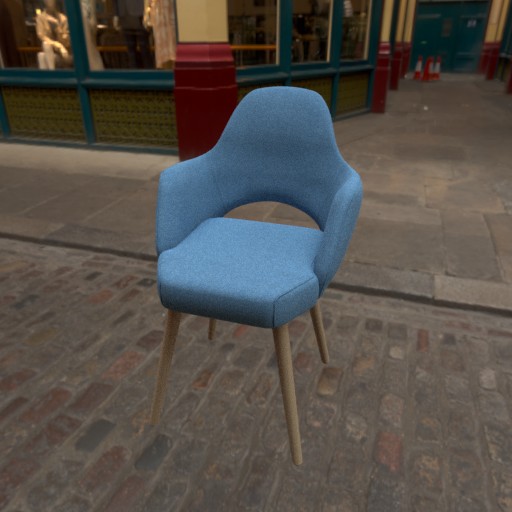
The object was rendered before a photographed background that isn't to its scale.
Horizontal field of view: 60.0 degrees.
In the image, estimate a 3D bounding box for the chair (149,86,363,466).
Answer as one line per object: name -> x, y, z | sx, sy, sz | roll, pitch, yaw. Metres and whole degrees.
chair -> 0.000, 0.000, 1.364 | 0.589, 0.920, 0.666 | 8, 28, 16
